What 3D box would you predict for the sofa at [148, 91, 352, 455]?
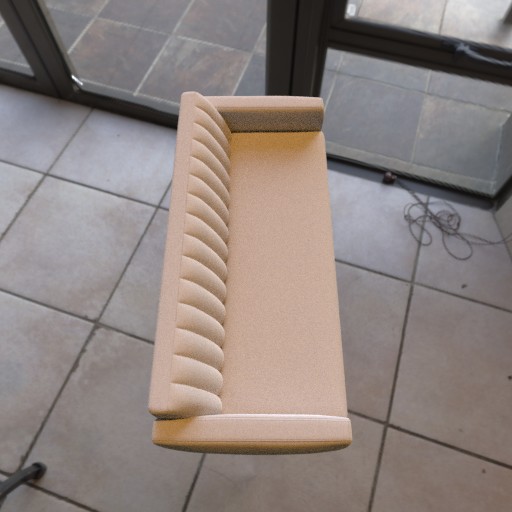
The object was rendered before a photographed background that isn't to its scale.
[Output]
[{"bbox_3d":[0.000,0.000,2.798,0.990,0.821,2.291,0,64,0],"label":"sofa"}]
